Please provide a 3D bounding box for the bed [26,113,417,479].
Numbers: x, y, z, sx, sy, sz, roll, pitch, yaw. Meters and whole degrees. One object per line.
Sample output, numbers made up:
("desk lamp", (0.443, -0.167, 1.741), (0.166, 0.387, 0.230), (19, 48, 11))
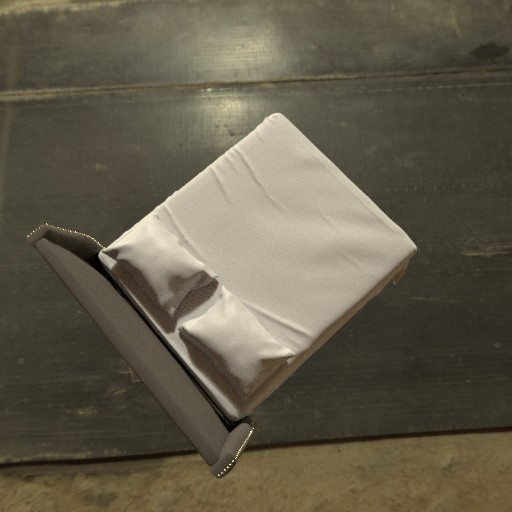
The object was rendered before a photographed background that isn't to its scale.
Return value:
("bed", (0.000, 0.000, 3.450), (2.276, 1.332, 1.925), (-41, 79, -10))
